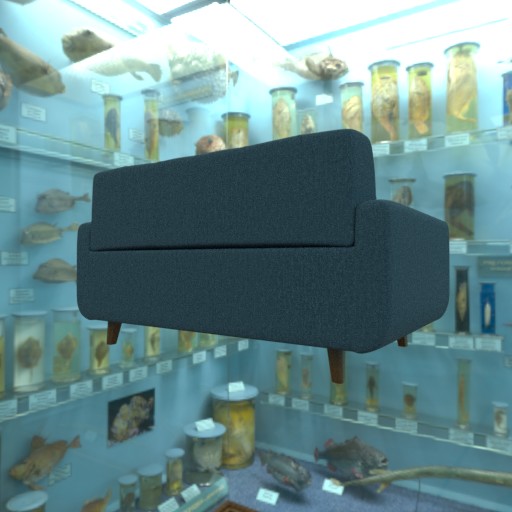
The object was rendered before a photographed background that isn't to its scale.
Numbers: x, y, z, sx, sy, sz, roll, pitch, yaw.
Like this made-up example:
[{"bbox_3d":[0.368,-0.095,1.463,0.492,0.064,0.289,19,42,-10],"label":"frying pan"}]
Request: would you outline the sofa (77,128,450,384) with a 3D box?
[{"bbox_3d":[0.000,0.000,2.234,1.651,0.896,0.942,0,-1,34],"label":"sofa"}]
